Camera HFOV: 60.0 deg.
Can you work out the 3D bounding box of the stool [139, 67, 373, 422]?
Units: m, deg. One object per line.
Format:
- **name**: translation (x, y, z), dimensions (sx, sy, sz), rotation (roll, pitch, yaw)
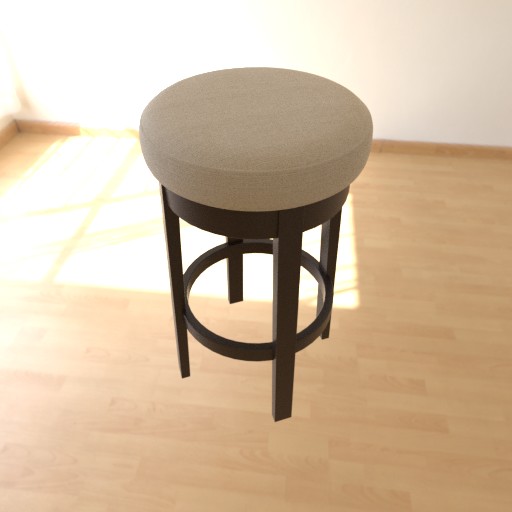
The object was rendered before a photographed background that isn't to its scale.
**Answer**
- **stool**: translation (0.000, 0.000, 1.044), dimensions (0.446, 0.758, 0.446), rotation (0, 42, 0)
